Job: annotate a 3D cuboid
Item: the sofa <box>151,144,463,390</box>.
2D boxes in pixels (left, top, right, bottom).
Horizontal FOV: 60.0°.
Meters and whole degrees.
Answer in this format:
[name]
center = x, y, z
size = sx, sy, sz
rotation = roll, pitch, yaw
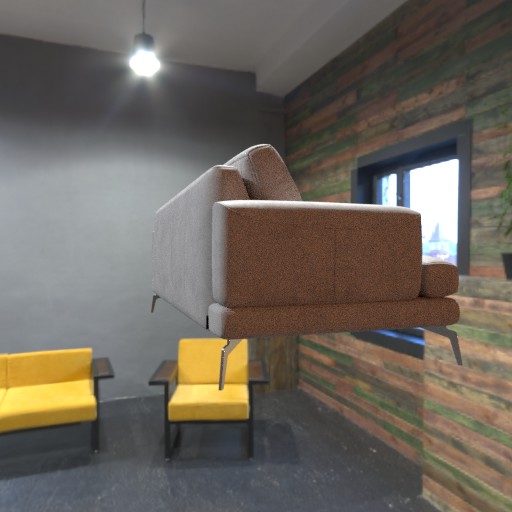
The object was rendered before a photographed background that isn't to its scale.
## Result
[sofa]
center = 0.000, 0.000, 2.461
size = 0.980, 0.830, 2.013
rotation = 0, 0, -19
